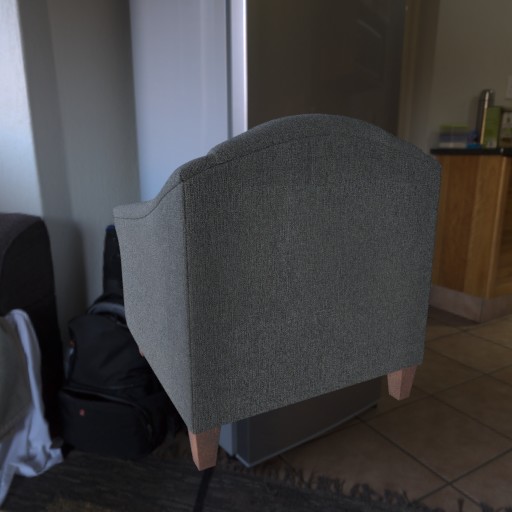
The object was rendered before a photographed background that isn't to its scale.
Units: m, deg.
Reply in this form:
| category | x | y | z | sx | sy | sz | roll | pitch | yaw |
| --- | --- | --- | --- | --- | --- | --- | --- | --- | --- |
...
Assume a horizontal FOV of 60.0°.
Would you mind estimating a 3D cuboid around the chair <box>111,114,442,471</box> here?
| category | x | y | z | sx | sy | sz | roll | pitch | yaw |
| --- | --- | --- | --- | --- | --- | --- | --- | --- | --- |
| chair | 0.000 | 0.000 | 1.438 | 0.763 | 0.839 | 0.787 | -7 | 16 | -27 |
